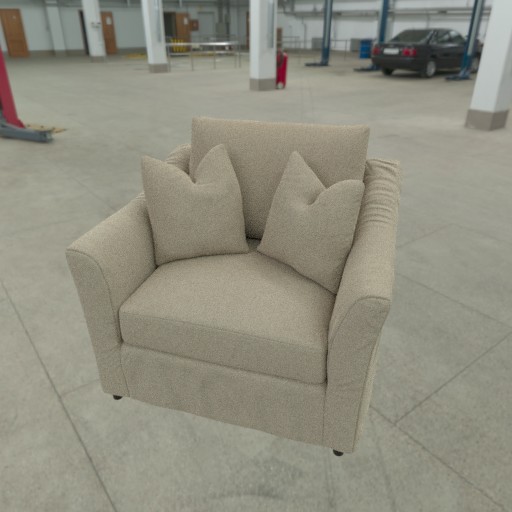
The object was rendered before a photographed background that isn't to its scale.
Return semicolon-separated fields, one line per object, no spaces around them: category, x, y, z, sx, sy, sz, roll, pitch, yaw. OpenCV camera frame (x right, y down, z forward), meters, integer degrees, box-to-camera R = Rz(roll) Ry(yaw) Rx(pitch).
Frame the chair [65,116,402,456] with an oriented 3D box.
chair;0.000;0.000;2.024;1.194;1.093;1.071;8;29;15
